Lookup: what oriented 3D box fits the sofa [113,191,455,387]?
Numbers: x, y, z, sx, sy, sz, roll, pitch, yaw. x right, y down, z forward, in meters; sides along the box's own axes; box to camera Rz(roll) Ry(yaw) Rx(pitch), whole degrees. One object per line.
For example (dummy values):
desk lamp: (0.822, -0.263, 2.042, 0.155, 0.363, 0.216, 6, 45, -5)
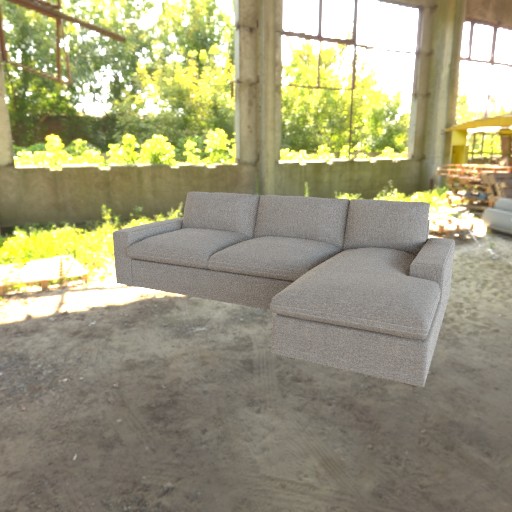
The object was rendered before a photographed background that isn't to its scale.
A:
sofa: (0.000, 0.000, 3.439, 2.718, 0.813, 1.689, 7, 15, 26)
